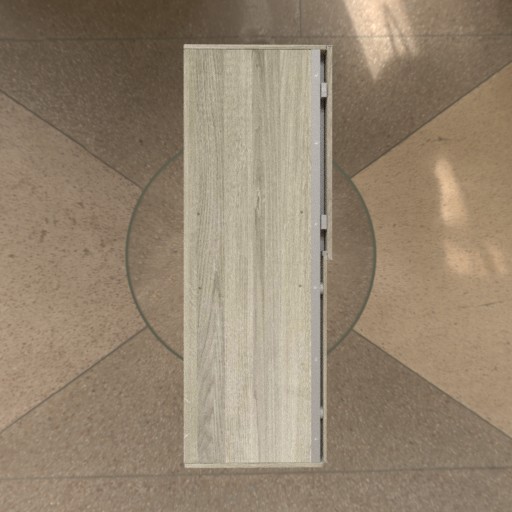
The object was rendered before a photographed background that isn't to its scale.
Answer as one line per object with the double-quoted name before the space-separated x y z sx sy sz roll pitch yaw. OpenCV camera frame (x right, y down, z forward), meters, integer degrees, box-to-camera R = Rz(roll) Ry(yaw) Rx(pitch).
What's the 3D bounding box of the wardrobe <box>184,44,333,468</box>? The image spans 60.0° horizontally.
"wardrobe" 0.000 0.000 2.838 0.629 1.960 1.780 0 90 -1
